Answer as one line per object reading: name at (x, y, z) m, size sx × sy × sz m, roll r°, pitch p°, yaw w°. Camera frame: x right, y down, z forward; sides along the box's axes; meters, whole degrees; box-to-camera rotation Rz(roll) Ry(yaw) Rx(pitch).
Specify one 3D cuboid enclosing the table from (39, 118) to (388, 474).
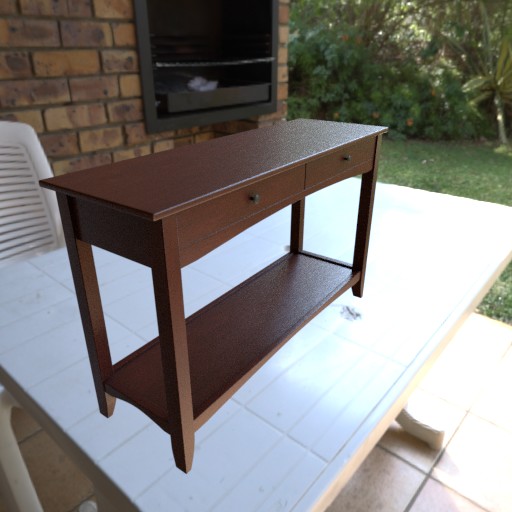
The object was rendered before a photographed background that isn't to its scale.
table at (0.000, 0.000, 1.519) m, size 0.392 × 0.739 × 1.188 m, roll 17°, pitch 31°, yaw 32°
